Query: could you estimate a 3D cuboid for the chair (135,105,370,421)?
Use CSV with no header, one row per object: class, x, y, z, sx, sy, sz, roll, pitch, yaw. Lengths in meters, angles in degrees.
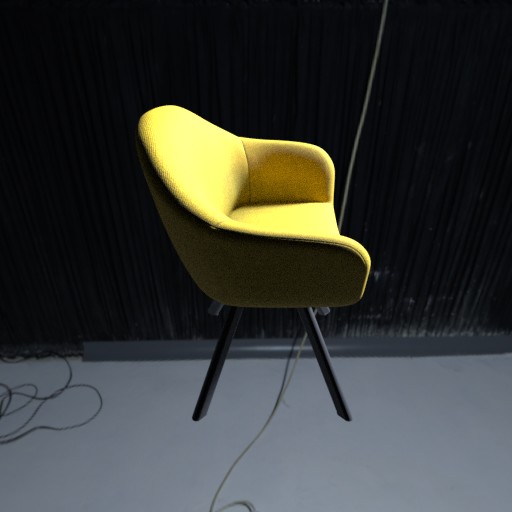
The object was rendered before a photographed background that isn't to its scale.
chair,0.000,0.000,1.241,0.550,0.795,0.590,0,33,0
